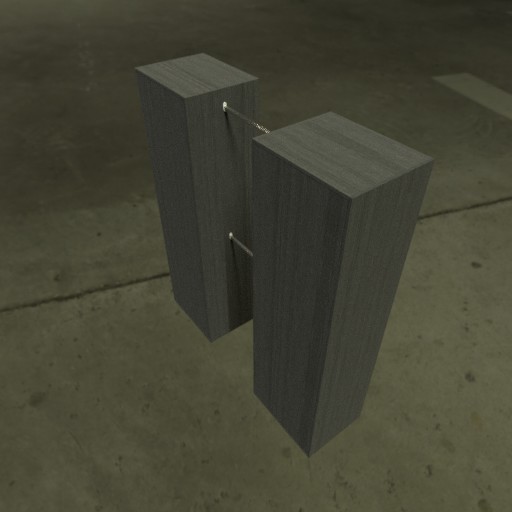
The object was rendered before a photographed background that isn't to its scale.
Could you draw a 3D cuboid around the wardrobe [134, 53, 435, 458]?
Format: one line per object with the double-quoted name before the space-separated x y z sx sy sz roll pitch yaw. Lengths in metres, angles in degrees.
"wardrobe" 0.000 0.000 2.872 0.480 2.000 1.770 -26 47 -27
